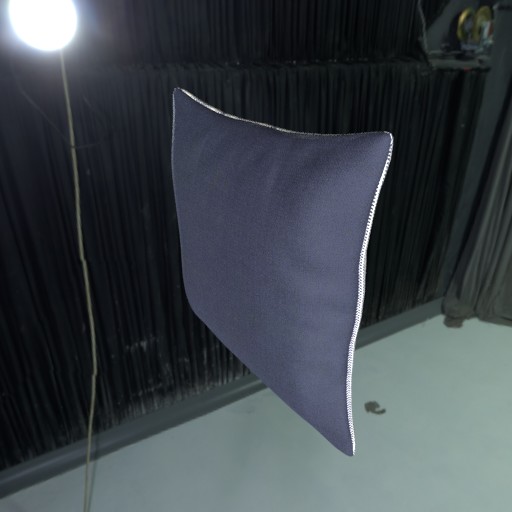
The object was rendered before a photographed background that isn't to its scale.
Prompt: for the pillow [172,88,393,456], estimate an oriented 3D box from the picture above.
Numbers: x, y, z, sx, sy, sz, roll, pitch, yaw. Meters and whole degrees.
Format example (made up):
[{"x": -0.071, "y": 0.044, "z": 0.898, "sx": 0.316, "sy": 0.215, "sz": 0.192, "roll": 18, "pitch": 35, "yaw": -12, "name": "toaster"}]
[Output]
[{"x": 0.000, "y": 0.000, "z": 0.774, "sx": 0.166, "sy": 0.508, "sz": 0.520, "roll": -18, "pitch": 32, "yaw": -31, "name": "pillow"}]
